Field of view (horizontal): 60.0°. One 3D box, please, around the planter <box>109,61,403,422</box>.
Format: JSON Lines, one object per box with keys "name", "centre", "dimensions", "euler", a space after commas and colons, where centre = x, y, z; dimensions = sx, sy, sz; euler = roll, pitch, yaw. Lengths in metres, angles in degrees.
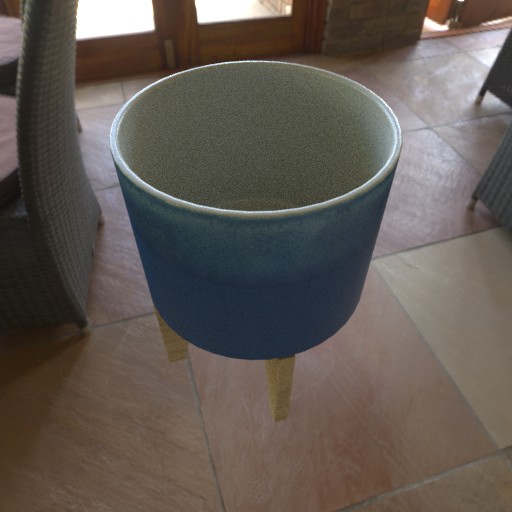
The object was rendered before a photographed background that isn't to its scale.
{"name": "planter", "centre": [0.000, 0.000, 0.392], "dimensions": [0.192, 0.263, 0.192], "euler": [0, 47, 0]}
